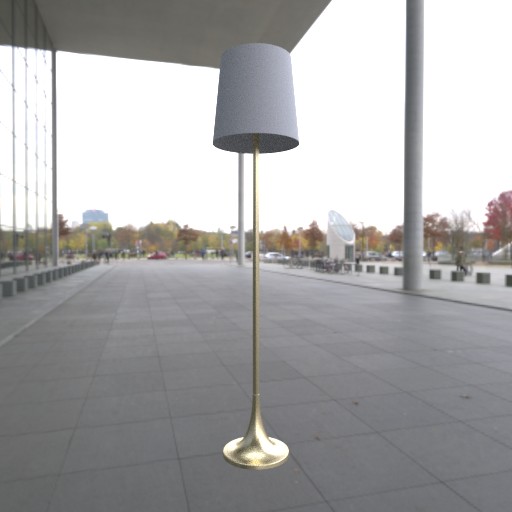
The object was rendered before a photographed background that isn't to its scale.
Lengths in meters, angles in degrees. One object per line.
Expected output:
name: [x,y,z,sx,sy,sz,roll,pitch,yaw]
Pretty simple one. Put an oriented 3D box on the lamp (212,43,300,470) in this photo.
lamp: [0.000,0.000,1.724,0.337,1.543,0.337,0,1,0]
